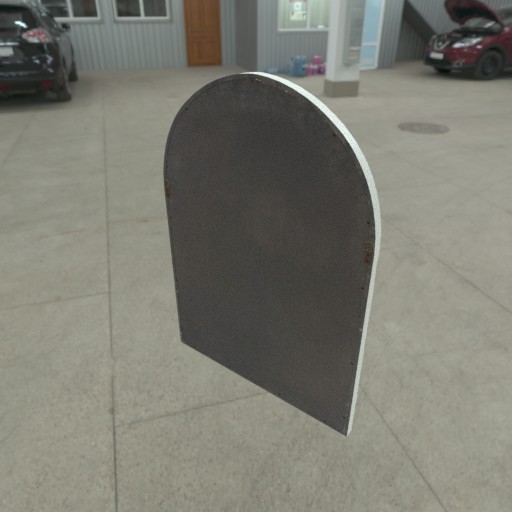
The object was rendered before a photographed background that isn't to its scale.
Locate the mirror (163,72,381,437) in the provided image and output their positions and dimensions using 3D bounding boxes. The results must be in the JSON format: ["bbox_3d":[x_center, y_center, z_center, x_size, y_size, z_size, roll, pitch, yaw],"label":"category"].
[{"bbox_3d":[0.000,0.000,1.196,0.660,0.920,0.032,21,35,32],"label":"mirror"}]
